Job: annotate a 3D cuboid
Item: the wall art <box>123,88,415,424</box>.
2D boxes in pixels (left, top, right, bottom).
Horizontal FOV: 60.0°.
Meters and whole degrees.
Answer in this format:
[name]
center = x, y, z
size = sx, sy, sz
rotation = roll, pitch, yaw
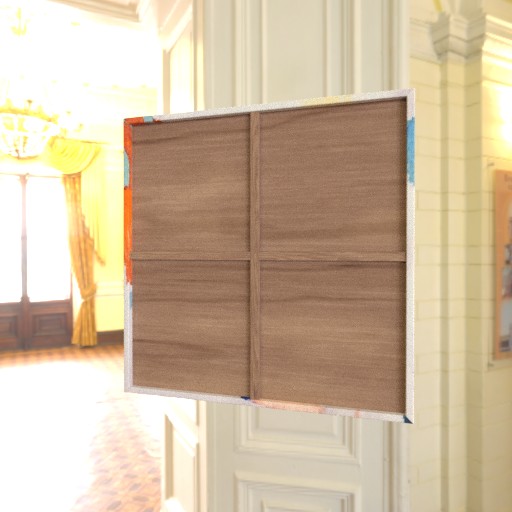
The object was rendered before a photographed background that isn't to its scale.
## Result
[wall art]
center = 0.000, 0.000, 1.211
size = 0.814, 0.814, 0.037
rotation = 0, 1, 17
